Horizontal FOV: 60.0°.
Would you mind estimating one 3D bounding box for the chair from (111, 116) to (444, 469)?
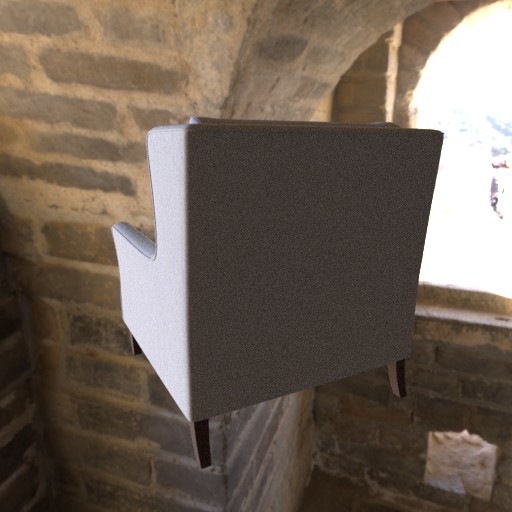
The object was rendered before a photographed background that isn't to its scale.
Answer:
[{"bbox_3d":[0.000,0.000,1.840,0.982,1.056,1.040,-7,16,-27],"label":"chair"}]
